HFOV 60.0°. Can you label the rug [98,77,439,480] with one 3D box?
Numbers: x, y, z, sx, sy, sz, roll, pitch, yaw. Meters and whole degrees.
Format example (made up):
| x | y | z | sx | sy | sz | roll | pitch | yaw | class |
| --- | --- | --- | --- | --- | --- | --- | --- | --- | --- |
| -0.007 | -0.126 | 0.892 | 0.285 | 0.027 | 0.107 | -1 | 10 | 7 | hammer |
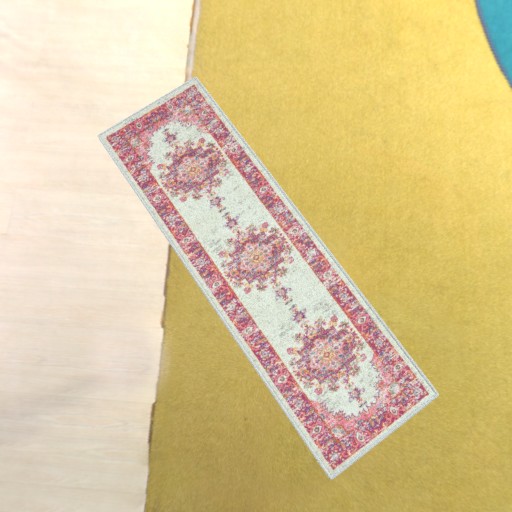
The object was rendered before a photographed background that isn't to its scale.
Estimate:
| x | y | z | sx | sy | sz | roll | pitch | yaw | class |
| --- | --- | --- | --- | --- | --- | --- | --- | --- | --- |
| 0.000 | 0.000 | 1.954 | 0.562 | 0.009 | 1.824 | -34 | 79 | -8 | rug |
